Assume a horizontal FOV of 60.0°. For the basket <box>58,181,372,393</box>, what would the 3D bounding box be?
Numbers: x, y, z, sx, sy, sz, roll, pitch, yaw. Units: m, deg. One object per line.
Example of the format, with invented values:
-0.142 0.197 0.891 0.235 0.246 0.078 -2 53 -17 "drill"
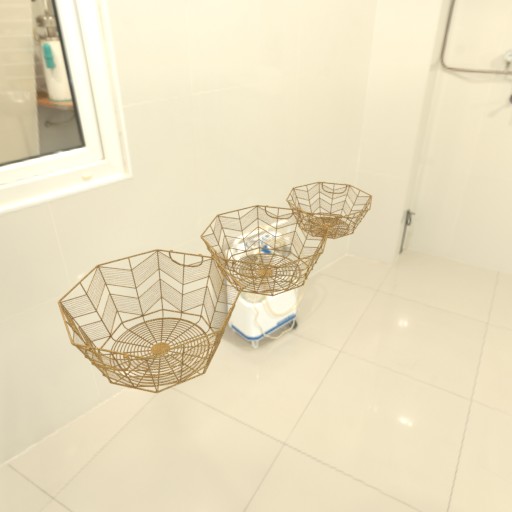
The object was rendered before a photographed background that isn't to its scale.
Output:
0.000 0.000 1.376 0.432 0.178 1.245 21 37 31 "basket"
